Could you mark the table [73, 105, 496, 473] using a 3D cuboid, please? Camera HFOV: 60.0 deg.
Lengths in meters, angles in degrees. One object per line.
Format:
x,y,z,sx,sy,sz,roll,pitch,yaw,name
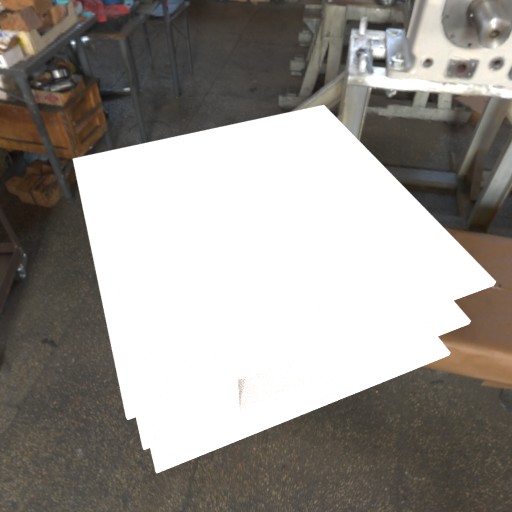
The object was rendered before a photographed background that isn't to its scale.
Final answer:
0.000,0.000,1.077,0.700,0.289,0.700,-17,50,-14,table
